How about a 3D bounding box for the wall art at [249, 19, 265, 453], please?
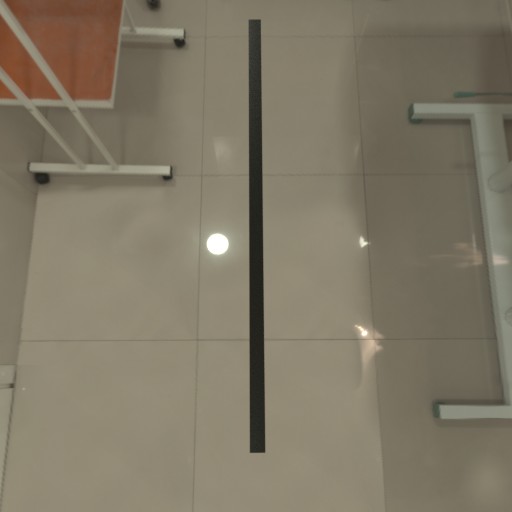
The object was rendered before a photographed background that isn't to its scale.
[{"bbox_3d":[0.000,0.000,0.537,0.012,0.332,0.383,0,76,0],"label":"wall art"}]
